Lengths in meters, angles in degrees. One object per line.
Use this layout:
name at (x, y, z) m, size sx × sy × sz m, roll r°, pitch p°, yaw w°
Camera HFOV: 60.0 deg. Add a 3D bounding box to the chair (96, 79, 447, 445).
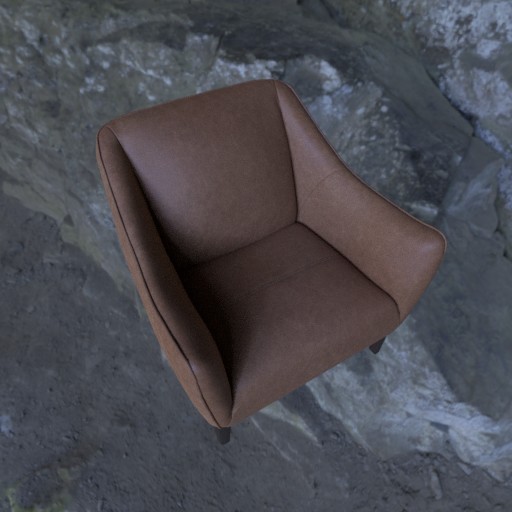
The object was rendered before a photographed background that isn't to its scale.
chair at (0.000, 0.000, 1.541) m, size 0.871 × 0.830 × 0.852 m, roll -24°, pitch 50°, yaw -21°
